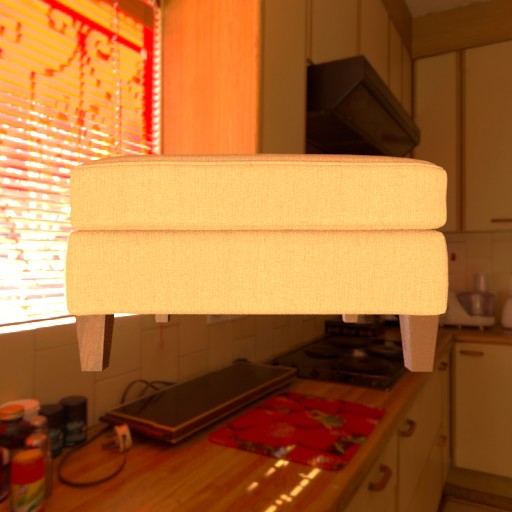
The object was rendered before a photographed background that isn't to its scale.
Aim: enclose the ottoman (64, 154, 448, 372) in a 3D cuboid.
[{"bbox_3d":[0.000,0.000,1.346,0.838,0.503,0.838,0,0,0],"label":"ottoman"}]
